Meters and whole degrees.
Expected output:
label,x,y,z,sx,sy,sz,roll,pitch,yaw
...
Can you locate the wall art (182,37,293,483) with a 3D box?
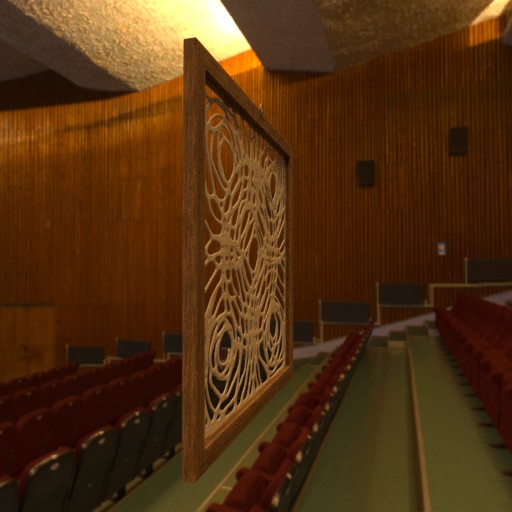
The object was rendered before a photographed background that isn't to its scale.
label,x,y,z,sx,sy,sz,roll,pitch,yaw
wall art,0.000,0.000,0.826,0.021,0.576,0.561,0,-1,17
